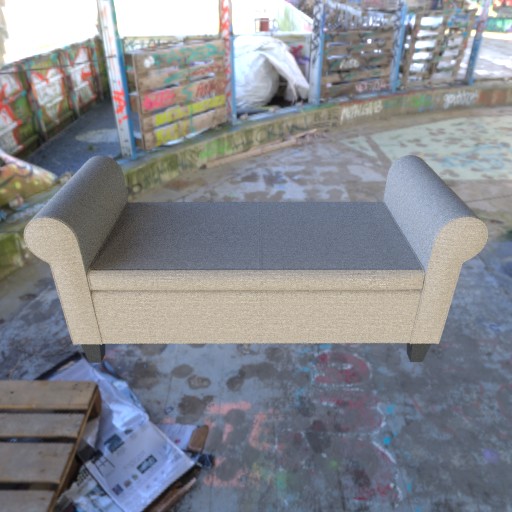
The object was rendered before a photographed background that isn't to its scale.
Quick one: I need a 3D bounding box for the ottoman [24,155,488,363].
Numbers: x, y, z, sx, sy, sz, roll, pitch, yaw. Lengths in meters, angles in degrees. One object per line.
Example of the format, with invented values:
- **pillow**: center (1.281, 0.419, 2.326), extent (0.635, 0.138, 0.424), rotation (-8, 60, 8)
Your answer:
- **ottoman**: center (0.000, 0.000, 1.521), extent (1.256, 0.547, 0.521), rotation (0, 31, 0)
